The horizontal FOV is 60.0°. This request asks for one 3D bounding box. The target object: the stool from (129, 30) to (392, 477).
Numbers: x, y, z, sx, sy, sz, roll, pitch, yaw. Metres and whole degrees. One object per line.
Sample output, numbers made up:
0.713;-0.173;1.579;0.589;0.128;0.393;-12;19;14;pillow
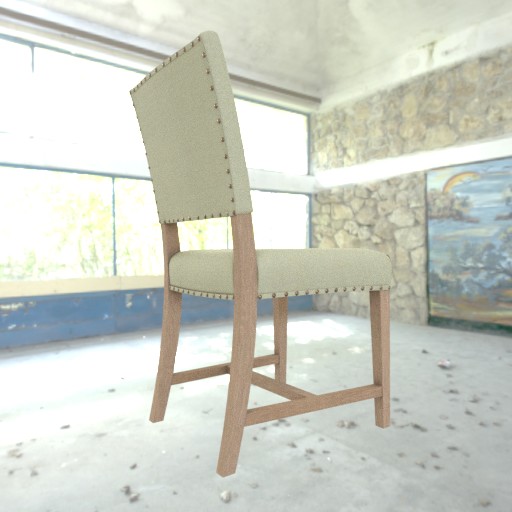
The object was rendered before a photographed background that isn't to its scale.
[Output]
0.000;0.000;1.299;0.623;0.986;0.508;-1;1;-36;stool
